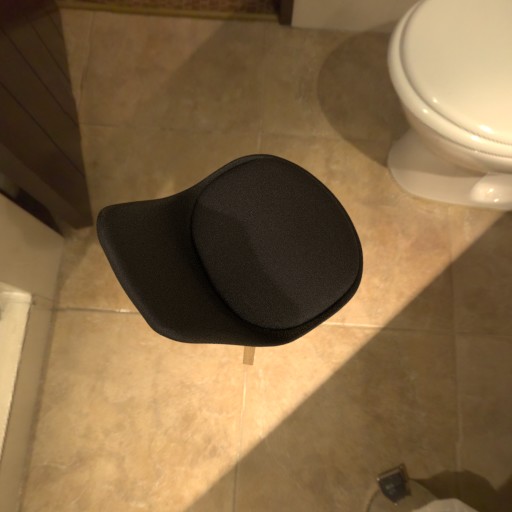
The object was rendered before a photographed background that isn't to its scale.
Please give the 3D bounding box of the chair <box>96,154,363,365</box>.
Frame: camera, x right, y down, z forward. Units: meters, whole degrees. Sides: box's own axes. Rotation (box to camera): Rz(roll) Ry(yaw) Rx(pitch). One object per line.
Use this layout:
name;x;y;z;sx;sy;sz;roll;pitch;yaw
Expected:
chair;0.000;0.000;1.185;0.549;0.850;0.485;-32;78;-7
